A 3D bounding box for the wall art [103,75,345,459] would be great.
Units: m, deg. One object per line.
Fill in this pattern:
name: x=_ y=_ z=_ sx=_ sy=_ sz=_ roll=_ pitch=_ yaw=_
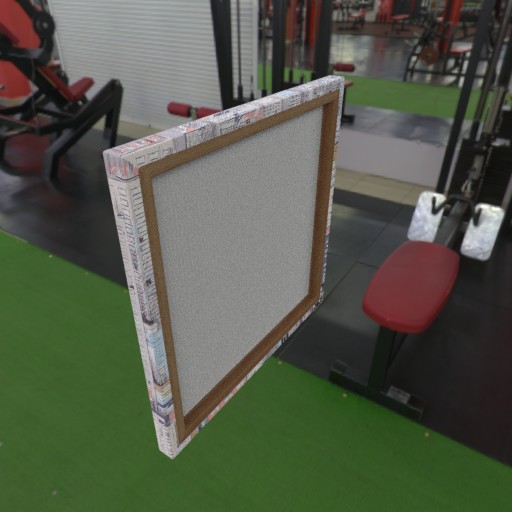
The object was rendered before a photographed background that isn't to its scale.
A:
wall art: x=0.000 y=0.000 z=1.141 sx=0.048 sy=0.762 sz=0.761 roll=21 pitch=38 yaw=29
